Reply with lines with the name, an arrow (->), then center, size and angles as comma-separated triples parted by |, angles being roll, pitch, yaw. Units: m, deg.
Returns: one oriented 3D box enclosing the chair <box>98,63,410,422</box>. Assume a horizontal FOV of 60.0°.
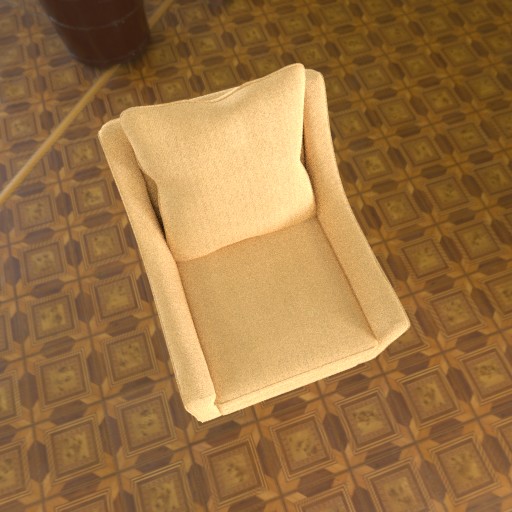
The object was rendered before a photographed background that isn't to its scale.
chair -> 0.000, 0.000, 1.576 | 0.760, 0.927, 0.876 | -18, 67, -8
